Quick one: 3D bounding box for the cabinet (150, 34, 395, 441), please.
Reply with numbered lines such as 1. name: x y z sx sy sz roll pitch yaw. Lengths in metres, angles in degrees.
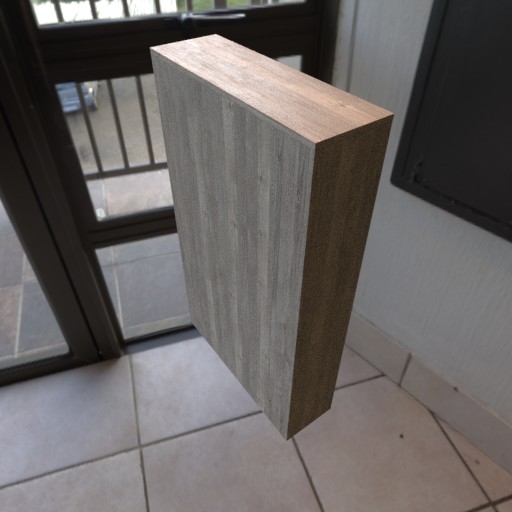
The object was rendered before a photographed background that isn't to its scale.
1. cabinet: 0.000 0.000 1.596 0.250 1.280 0.750 -26 48 -26
